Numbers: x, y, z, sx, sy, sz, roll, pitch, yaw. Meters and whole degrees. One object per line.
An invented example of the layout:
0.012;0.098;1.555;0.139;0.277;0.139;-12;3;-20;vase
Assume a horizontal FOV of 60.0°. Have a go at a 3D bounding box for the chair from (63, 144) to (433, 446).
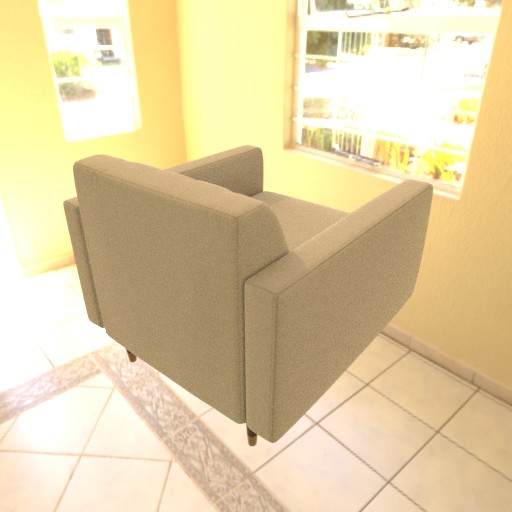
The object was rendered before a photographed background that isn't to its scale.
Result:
0.000;0.000;1.651;0.953;0.819;0.998;21;35;34;chair
